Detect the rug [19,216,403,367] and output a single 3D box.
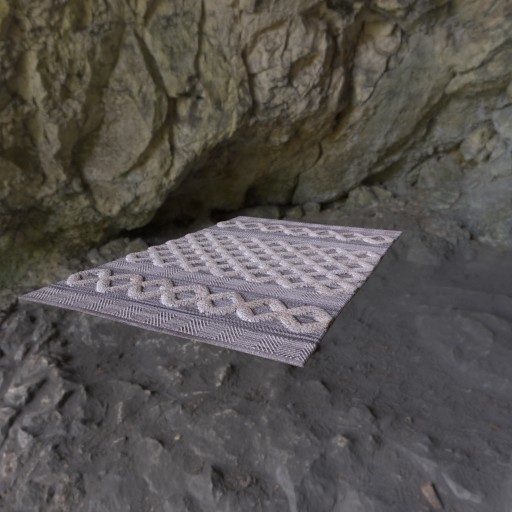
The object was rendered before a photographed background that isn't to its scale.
[{"bbox_3d":[0.000,0.000,2.891,1.513,0.033,2.333,8,18,25],"label":"rug"}]
